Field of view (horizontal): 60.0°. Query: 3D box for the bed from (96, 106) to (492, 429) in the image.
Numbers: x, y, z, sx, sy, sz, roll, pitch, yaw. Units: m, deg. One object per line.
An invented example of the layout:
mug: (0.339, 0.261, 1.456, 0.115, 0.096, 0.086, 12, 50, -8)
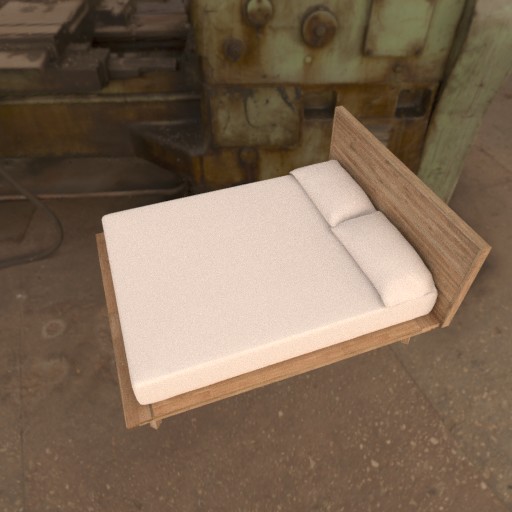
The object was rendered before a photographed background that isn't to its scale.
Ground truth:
bed: (0.000, 0.000, 3.149, 2.145, 1.071, 1.759, -14, 47, -14)
